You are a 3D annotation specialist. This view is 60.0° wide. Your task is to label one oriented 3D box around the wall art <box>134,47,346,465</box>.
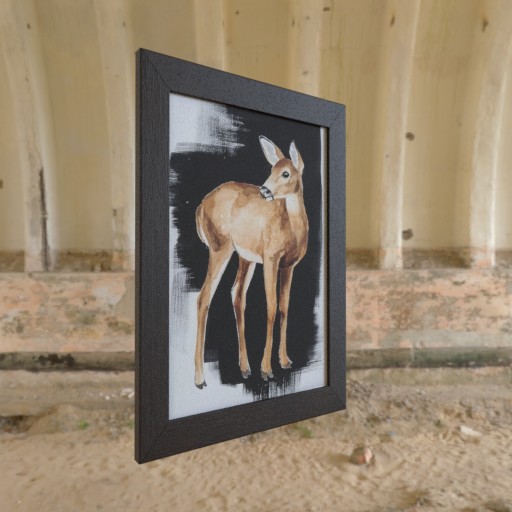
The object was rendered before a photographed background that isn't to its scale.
[{"bbox_3d":[0.000,0.000,0.653,0.359,0.513,0.017,0,-1,-35],"label":"wall art"}]
